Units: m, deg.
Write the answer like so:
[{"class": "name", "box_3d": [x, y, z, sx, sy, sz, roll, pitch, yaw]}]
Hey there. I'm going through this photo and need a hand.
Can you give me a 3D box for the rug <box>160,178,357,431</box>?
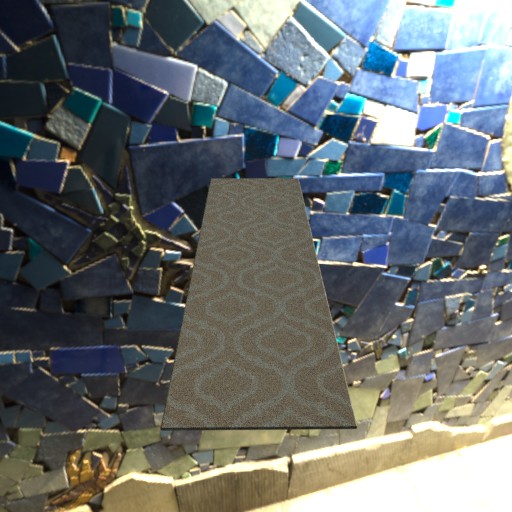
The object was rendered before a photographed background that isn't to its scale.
[{"class": "rug", "box_3d": [0.000, 0.000, 2.520, 0.691, 0.013, 2.289, 0, 32, 0]}]
